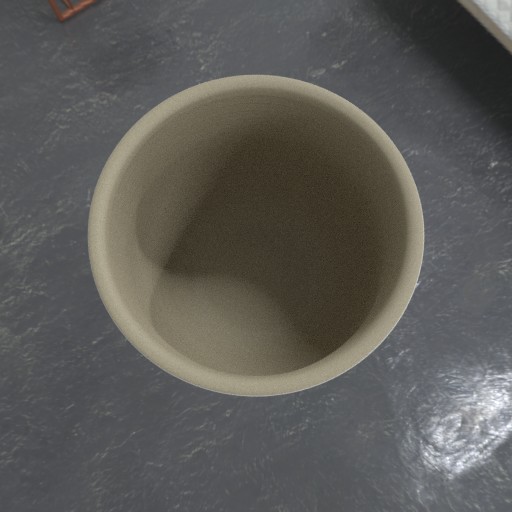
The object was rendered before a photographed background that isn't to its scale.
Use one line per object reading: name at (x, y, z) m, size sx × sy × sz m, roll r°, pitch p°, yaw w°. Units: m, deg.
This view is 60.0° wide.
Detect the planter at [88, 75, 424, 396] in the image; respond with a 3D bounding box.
planter at (0.000, 0.000, 0.216) m, size 0.124 × 0.109 × 0.124 m, roll 0°, pitch 76°, yaw 0°
